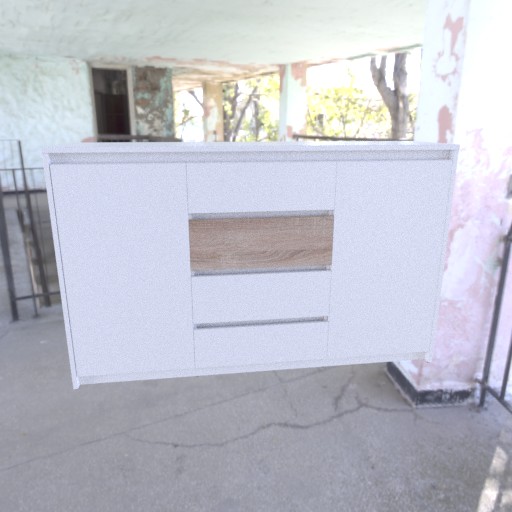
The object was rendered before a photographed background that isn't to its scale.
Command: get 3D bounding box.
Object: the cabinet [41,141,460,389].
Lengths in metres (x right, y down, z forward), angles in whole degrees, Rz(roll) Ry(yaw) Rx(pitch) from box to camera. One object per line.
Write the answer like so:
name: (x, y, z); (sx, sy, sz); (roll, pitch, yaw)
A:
cabinet: (0.000, 0.000, 1.828); (1.450, 0.900, 0.380); (-2, 17, -8)
